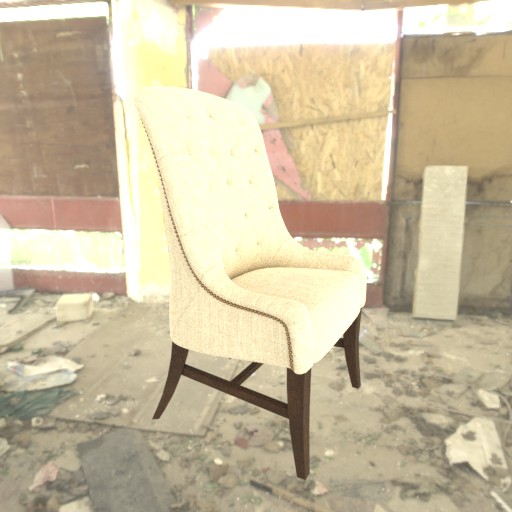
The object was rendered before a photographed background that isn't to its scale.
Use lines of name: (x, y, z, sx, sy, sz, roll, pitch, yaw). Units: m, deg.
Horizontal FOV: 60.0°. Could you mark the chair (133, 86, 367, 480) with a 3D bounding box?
chair: (0.000, 0.000, 1.493, 0.629, 1.091, 0.634, 7, 16, 27)
